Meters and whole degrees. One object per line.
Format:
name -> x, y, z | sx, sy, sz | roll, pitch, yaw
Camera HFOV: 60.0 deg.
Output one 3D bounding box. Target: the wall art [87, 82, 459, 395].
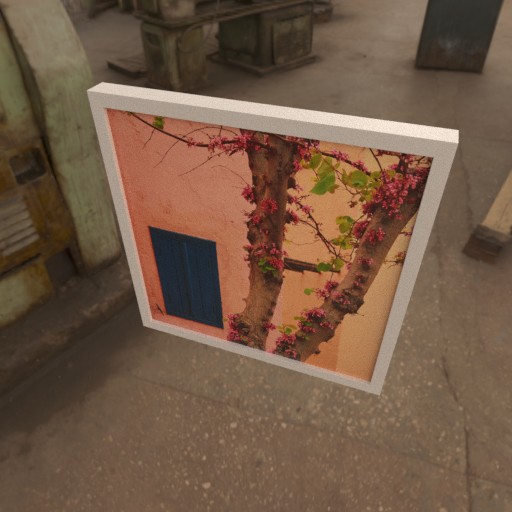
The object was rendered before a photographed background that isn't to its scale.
wall art -> 0.000, 0.000, 0.750 | 0.507, 0.508, 0.038 | 13, 41, 15
